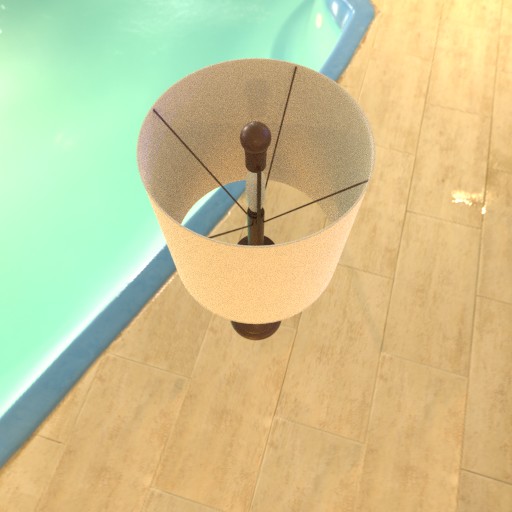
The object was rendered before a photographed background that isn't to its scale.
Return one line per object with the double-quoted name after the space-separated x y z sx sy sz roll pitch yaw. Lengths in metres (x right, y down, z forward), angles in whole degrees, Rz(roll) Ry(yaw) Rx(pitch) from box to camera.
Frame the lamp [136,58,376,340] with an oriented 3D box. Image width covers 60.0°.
0.000 0.000 0.715 0.250 0.597 0.250 20 66 10 "lamp"
